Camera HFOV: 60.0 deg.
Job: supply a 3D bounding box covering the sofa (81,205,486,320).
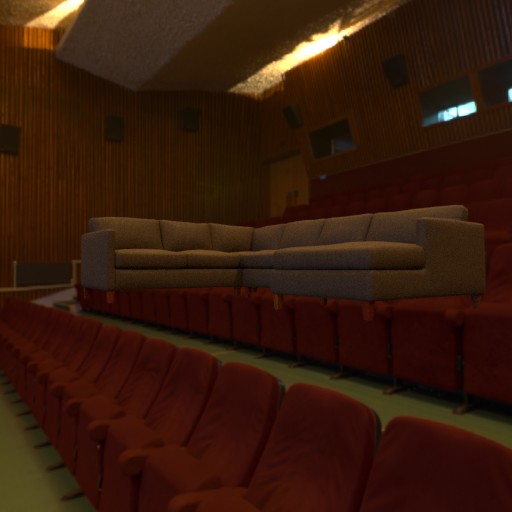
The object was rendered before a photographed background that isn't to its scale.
[{"bbox_3d":[0.000,0.000,4.544,2.594,0.961,3.460,1,-2,-36],"label":"sofa"}]
